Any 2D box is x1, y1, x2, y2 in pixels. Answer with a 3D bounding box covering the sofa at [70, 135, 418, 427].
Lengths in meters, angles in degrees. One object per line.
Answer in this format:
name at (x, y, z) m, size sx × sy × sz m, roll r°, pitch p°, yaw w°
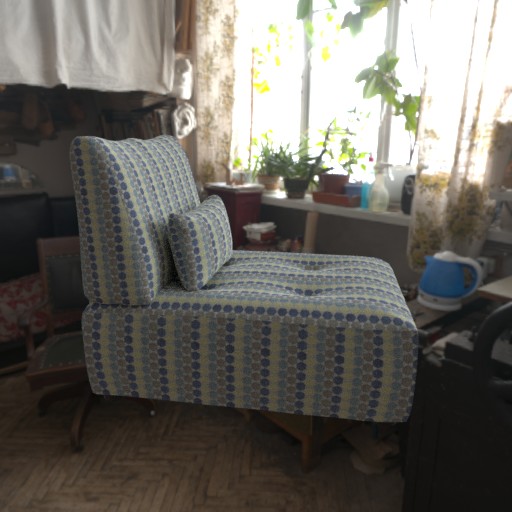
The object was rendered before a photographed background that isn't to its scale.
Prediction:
sofa at (0.000, 0.000, 1.557) m, size 1.000 × 0.820 × 0.700 m, roll 3°, pitch 16°, yaw 9°
